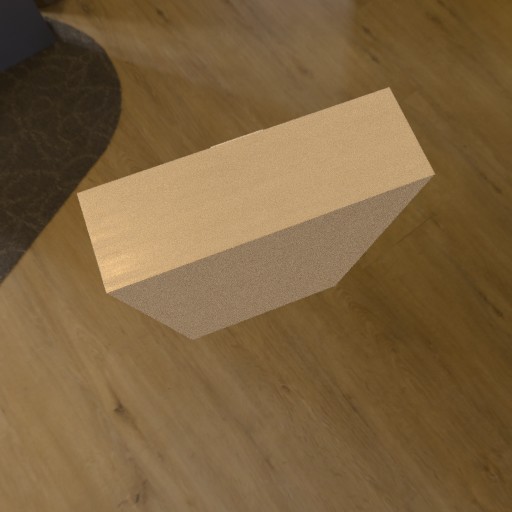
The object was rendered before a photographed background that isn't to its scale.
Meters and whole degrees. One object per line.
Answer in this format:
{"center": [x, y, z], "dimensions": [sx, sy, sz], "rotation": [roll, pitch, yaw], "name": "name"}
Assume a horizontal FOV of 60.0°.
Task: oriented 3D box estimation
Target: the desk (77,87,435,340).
{"center": [0.000, 0.000, 1.591], "dimensions": [0.750, 1.280, 0.250], "rotation": [-20, 76, -5], "name": "desk"}
